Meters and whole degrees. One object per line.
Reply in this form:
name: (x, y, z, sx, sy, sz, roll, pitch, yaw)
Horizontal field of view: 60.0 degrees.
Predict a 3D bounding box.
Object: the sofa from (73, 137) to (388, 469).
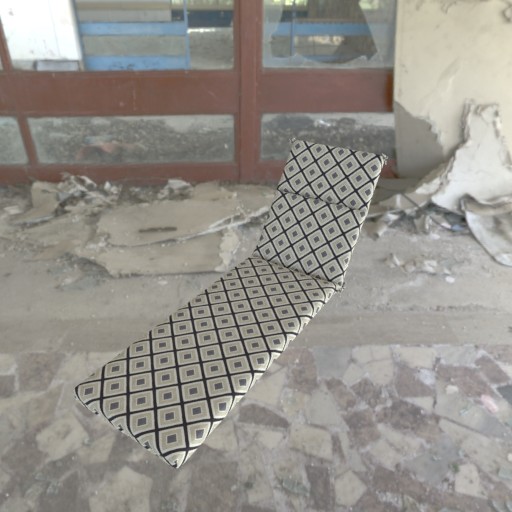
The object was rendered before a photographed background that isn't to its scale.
sofa: (0.000, 0.000, 1.960, 0.582, 0.622, 1.663, 19, 35, 29)
